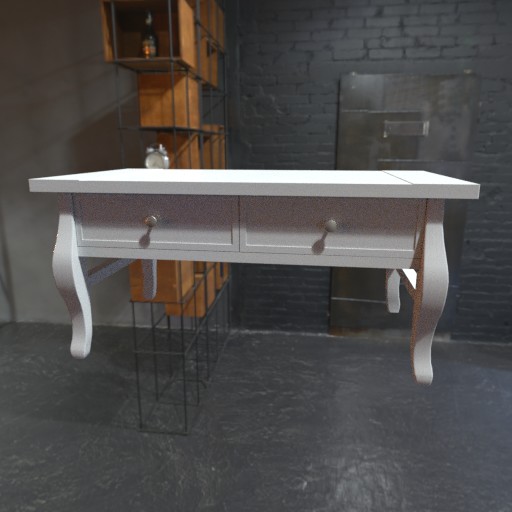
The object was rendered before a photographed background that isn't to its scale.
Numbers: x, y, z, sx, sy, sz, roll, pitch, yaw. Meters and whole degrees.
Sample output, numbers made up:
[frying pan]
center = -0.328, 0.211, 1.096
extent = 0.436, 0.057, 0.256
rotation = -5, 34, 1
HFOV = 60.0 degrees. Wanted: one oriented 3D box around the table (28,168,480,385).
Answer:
[table]
center = 0.000, 0.000, 1.366
extent = 1.062, 0.495, 0.600
rotation = 2, 14, 8
